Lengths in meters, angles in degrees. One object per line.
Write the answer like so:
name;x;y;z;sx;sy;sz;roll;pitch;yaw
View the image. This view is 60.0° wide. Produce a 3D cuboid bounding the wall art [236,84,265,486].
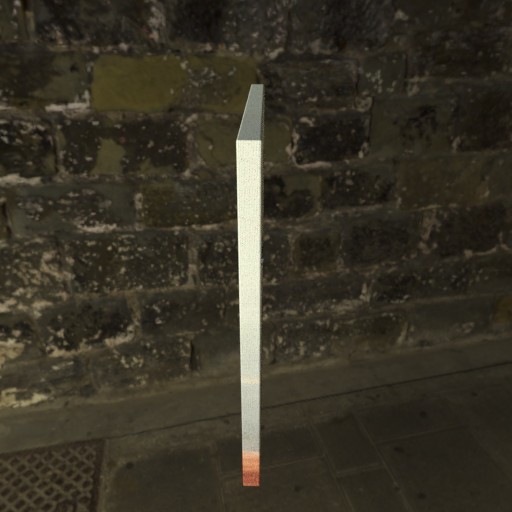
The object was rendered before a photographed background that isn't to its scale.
wall art;0.000;0.000;0.916;0.034;0.605;0.605;1;27;1
